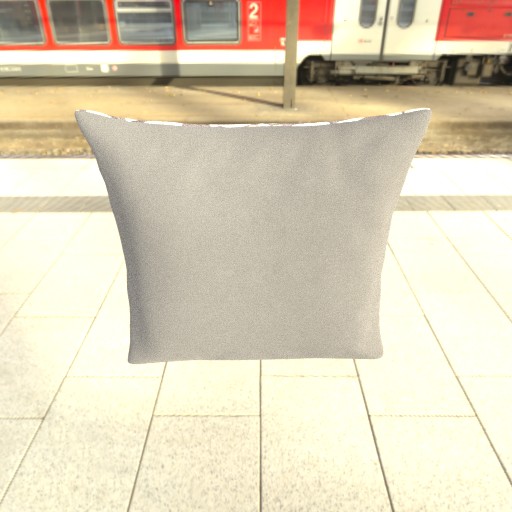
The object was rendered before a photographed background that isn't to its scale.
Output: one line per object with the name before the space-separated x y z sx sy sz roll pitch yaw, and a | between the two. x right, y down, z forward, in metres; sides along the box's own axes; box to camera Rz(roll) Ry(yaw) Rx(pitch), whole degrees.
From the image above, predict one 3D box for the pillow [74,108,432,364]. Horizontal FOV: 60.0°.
pillow | 0.000 0.000 0.781 0.526 0.507 0.166 -1 31 -1
